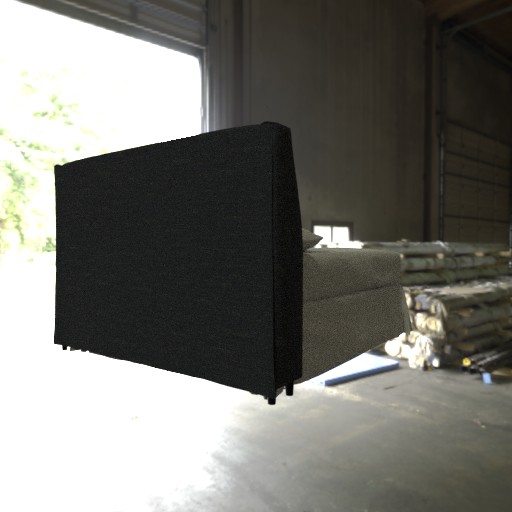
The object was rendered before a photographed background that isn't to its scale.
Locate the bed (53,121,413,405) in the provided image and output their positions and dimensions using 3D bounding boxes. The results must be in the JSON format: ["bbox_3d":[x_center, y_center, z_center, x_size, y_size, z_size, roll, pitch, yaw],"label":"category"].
[{"bbox_3d":[0.000,0.000,3.473,1.925,1.332,2.276,1,2,37],"label":"bed"}]
